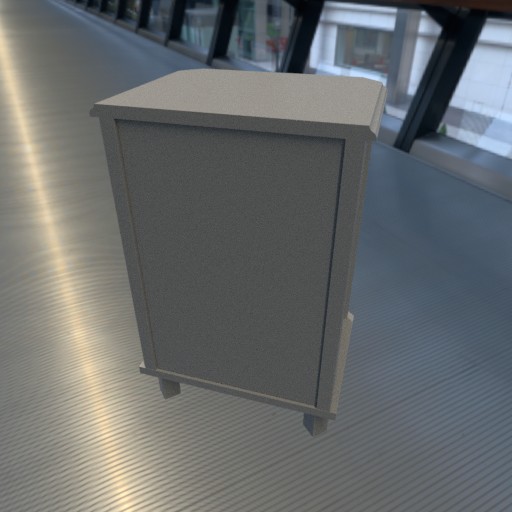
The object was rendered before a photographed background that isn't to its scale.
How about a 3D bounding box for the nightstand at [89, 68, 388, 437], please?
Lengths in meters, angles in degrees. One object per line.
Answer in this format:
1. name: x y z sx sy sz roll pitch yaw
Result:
1. nightstand: 0.000 0.000 0.946 0.435 0.680 0.348 9 33 14
